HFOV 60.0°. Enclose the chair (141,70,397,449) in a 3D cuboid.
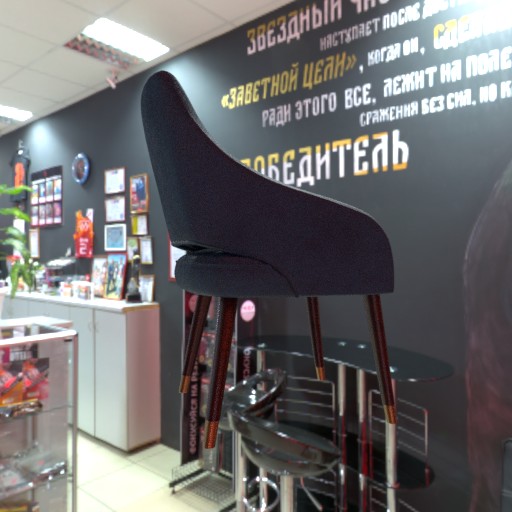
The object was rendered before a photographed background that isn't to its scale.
[{"bbox_3d":[0.000,0.000,1.577,0.794,1.081,0.683,0,0,-17],"label":"chair"}]
